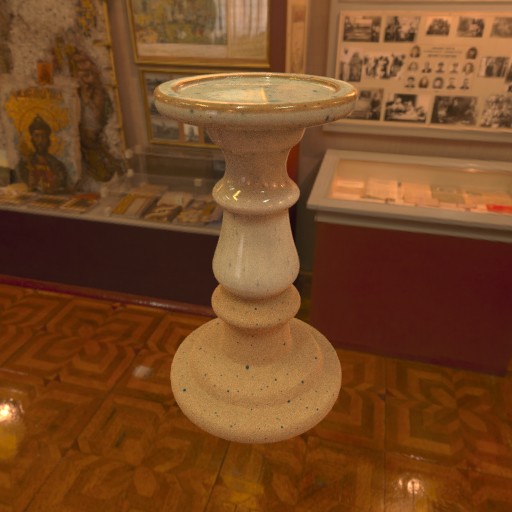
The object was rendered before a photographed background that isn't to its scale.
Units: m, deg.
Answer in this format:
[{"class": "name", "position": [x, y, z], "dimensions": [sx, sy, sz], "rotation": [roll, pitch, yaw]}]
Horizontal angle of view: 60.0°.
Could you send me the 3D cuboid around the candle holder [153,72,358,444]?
[{"class": "candle holder", "position": [0.000, 0.000, 0.277], "dimensions": [0.123, 0.202, 0.123], "rotation": [0, 30, 0]}]
